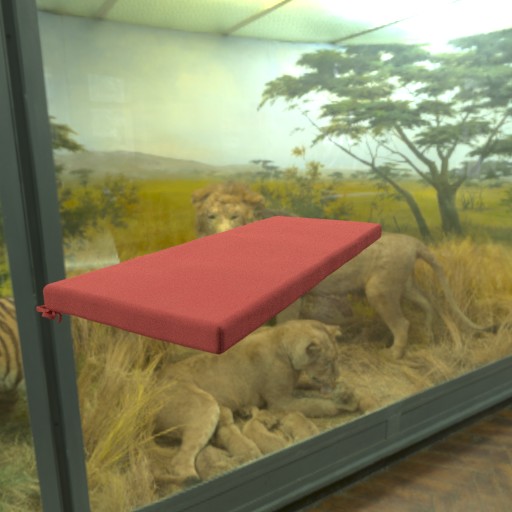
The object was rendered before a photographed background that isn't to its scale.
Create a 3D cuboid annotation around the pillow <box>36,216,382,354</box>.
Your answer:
[{"bbox_3d":[0.000,0.000,1.331,0.492,0.081,1.187,7,16,28],"label":"pillow"}]
